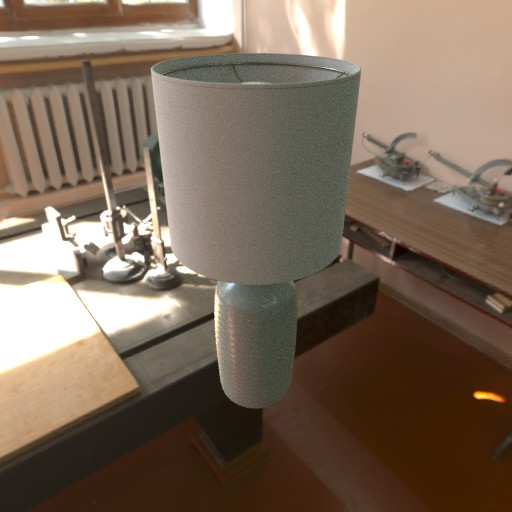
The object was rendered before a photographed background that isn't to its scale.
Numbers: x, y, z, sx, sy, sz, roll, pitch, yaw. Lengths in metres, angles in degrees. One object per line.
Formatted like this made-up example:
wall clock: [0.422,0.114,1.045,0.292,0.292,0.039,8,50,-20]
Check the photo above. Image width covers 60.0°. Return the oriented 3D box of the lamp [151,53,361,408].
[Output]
lamp: [0.000,0.000,0.596,0.220,0.475,0.220,-1,31,-2]
